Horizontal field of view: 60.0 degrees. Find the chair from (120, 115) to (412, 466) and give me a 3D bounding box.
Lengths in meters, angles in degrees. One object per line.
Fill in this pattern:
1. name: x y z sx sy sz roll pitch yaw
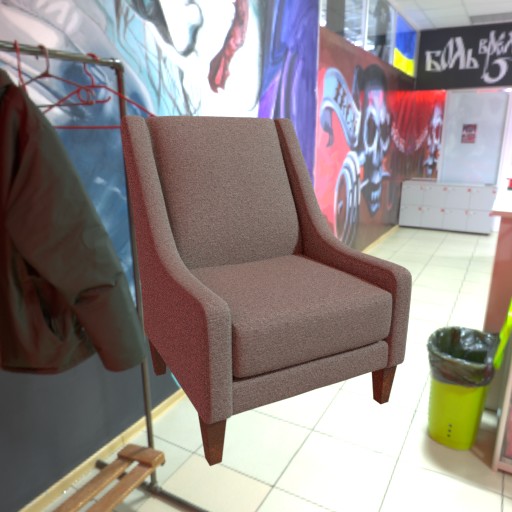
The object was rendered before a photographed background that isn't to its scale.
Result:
1. chair: 0.000 0.000 1.649 0.774 1.016 0.870 -8 17 -27
